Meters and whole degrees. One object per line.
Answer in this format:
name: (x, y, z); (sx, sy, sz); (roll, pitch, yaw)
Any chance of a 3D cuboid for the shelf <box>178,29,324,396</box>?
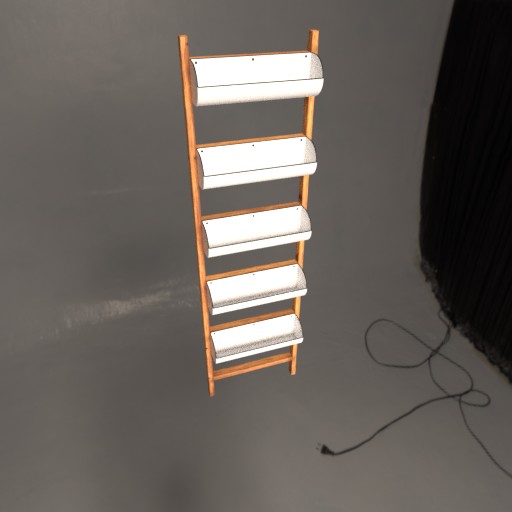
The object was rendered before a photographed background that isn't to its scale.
shelf: (0.000, 0.000, 1.780); (0.454, 1.600, 0.141); (-10, 34, -16)
